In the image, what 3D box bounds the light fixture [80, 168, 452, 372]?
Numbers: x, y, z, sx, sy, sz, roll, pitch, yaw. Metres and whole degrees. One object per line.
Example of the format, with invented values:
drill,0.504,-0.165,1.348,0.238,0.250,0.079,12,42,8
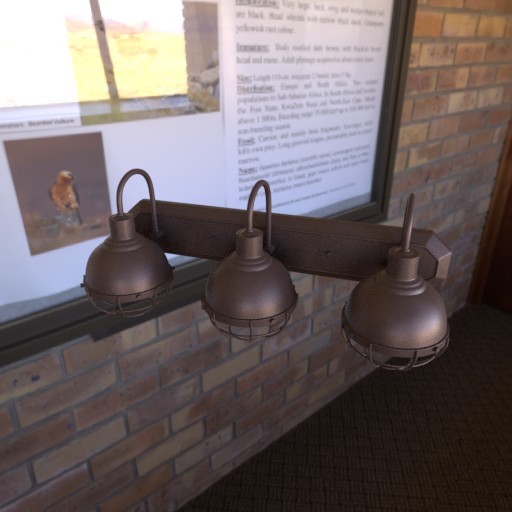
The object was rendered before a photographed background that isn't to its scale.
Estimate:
light fixture,0.000,0.000,0.759,0.634,0.254,0.229,8,27,16
